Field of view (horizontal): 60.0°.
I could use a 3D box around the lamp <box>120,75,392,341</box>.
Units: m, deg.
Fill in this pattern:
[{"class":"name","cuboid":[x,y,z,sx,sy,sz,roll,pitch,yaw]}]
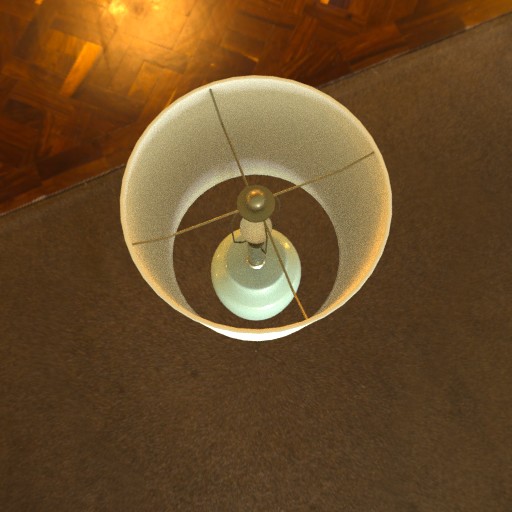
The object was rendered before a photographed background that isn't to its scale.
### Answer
[{"class":"lamp","cuboid":[0.000,0.000,1.106,0.418,0.871,0.418,16,78,3]}]
